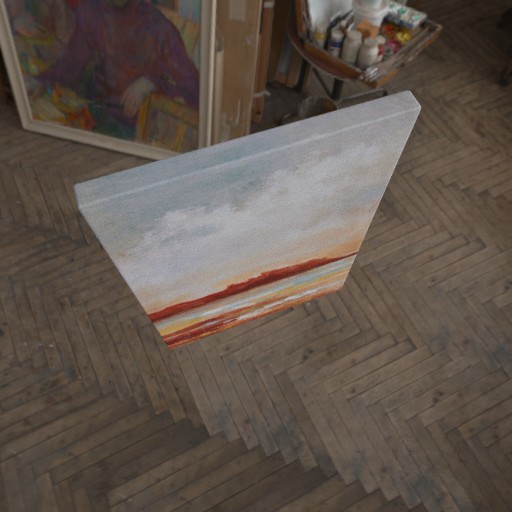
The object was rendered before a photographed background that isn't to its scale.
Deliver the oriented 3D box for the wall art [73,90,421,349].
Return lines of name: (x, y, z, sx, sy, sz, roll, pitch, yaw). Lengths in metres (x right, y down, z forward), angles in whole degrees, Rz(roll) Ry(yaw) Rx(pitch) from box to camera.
wall art: (0.000, 0.000, 0.810, 0.443, 0.605, 0.035, -18, 64, -9)
